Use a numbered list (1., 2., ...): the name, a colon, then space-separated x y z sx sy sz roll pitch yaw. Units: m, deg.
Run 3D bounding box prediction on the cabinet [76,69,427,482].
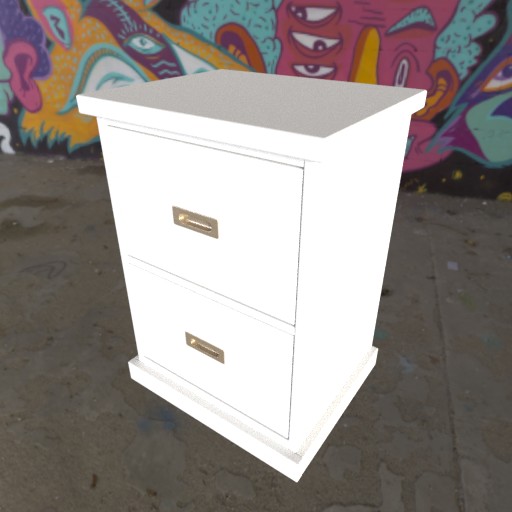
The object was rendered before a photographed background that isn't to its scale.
1. cabinet: 0.000 0.000 1.027 0.520 0.723 0.431 19 35 30
